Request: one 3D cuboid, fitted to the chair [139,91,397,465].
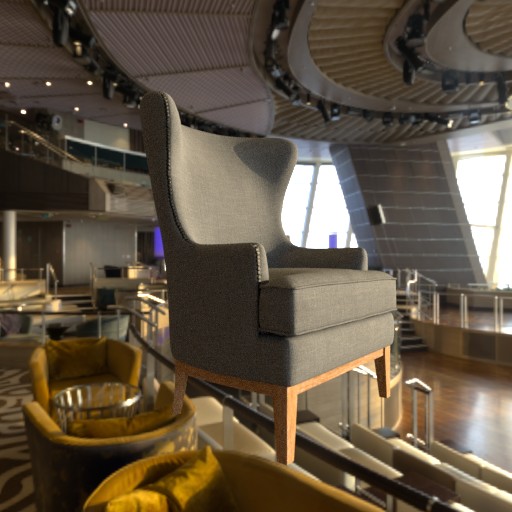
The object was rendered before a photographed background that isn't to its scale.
[{"bbox_3d":[0.000,0.000,1.797,0.883,1.176,0.864,0,0,38],"label":"chair"}]
